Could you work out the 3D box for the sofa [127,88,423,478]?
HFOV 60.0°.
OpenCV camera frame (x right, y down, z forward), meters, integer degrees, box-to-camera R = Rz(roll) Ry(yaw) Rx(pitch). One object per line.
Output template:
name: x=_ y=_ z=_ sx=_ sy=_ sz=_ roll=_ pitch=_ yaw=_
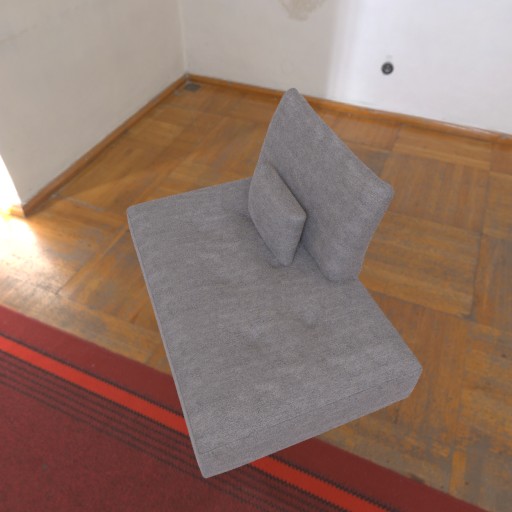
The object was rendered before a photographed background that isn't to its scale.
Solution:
sofa: x=0.000 y=0.000 z=2.011 sx=1.002 sy=0.820 sz=1.450 roll=-16 pitch=49 yaw=-15
